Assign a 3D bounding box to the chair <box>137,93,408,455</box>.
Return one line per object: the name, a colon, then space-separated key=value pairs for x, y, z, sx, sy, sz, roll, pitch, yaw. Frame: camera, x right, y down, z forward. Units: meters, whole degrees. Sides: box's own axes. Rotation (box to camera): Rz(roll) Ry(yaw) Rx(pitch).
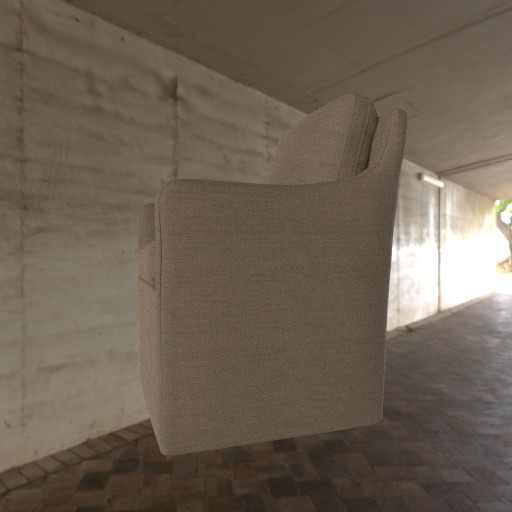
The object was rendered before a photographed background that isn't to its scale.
chair: x=0.000 y=0.000 z=1.376 sx=0.694 sy=0.914 sz=0.626 roll=0 pitch=1 yaw=-19
